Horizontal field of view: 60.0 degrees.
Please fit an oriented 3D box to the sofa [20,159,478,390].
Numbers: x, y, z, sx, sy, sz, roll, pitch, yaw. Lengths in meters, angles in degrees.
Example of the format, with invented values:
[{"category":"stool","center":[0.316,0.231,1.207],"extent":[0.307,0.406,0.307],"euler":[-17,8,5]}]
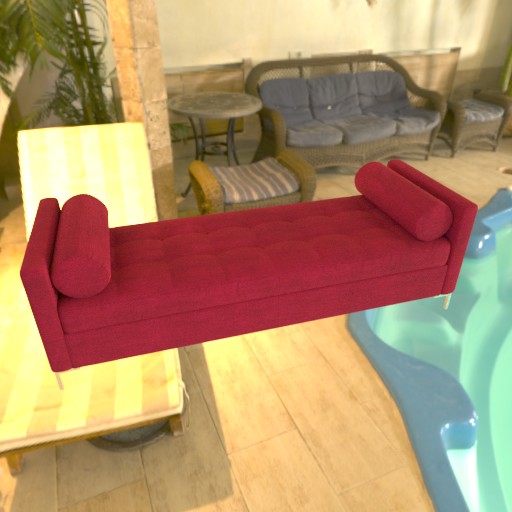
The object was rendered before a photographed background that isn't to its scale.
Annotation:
[{"category":"sofa","center":[0.000,0.000,2.258],"extent":[1.981,0.635,0.686],"euler":[-9,33,-14]}]
